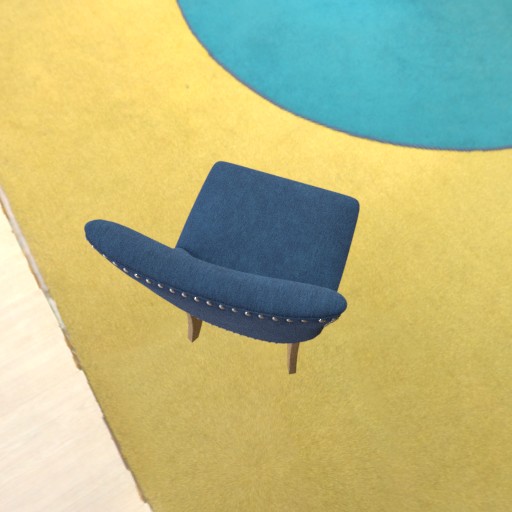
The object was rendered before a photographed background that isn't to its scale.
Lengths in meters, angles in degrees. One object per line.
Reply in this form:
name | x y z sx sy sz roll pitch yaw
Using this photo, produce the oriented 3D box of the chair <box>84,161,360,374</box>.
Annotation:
chair | 0.000 0.000 1.242 0.495 0.902 0.610 17 65 8
